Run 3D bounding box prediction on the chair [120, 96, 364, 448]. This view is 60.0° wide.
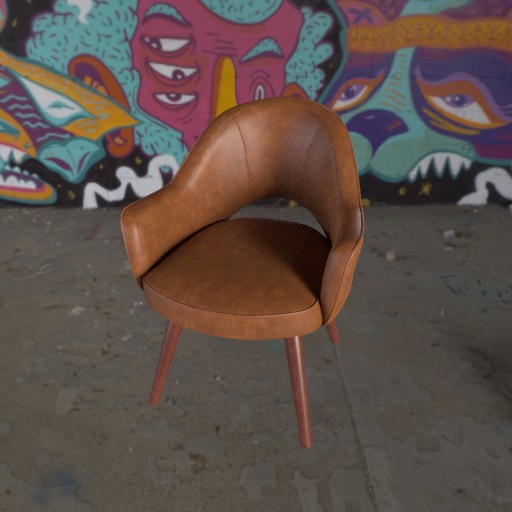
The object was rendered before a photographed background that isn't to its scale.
[{"bbox_3d":[0.000,0.000,1.248,0.591,0.777,0.640,9,28,16],"label":"chair"}]
